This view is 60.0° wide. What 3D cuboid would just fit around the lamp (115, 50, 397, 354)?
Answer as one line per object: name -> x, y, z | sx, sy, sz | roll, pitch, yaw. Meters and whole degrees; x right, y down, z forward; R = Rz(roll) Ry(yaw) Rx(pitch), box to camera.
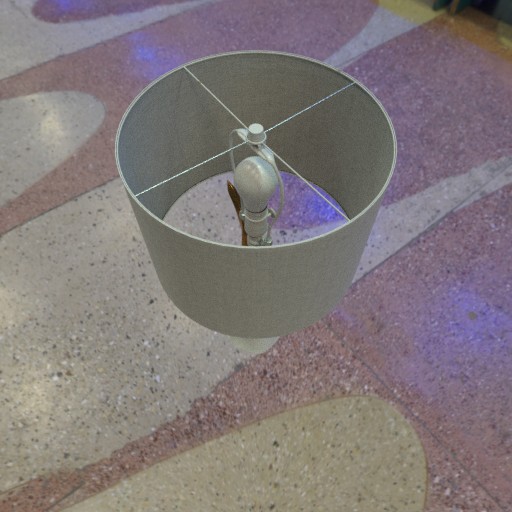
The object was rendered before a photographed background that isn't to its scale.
lamp -> 0.000, 0.000, 0.683 | 0.298, 0.503, 0.298 | -32, 63, -19
